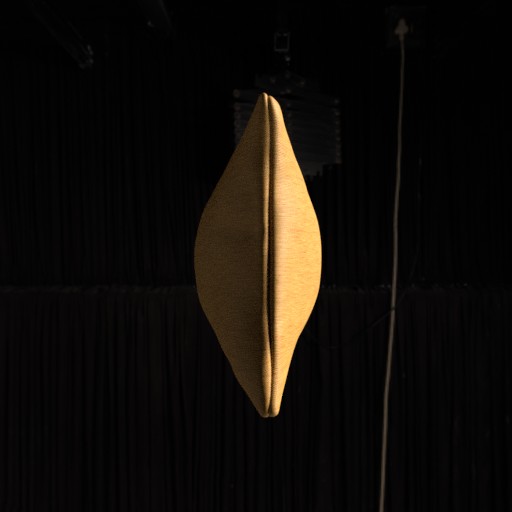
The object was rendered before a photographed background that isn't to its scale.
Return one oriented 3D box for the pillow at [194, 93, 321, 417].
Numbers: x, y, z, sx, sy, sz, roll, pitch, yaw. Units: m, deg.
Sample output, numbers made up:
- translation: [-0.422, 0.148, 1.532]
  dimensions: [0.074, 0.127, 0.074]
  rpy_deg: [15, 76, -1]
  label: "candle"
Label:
- translation: [0.000, 0.000, 0.783]
  dimensions: [0.210, 0.354, 0.634]
  rpy_deg: [0, -1, -1]
  label: "pillow"
